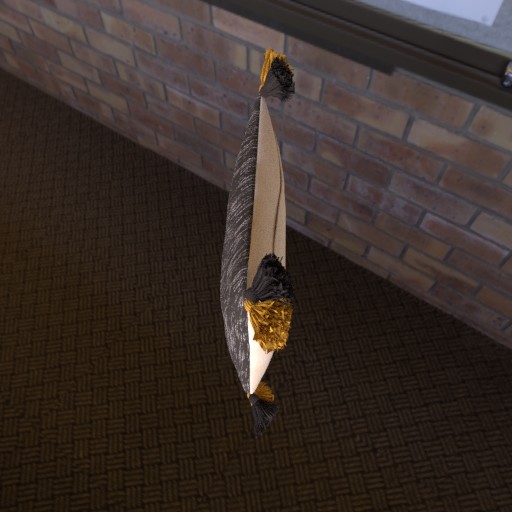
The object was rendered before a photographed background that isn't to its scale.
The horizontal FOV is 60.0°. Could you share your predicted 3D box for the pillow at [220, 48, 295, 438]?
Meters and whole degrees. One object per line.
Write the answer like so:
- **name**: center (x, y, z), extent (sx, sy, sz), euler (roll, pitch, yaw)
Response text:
- **pillow**: center (0.000, 0.000, 0.971), extent (0.139, 0.659, 0.654), euler (3, 58, 2)
